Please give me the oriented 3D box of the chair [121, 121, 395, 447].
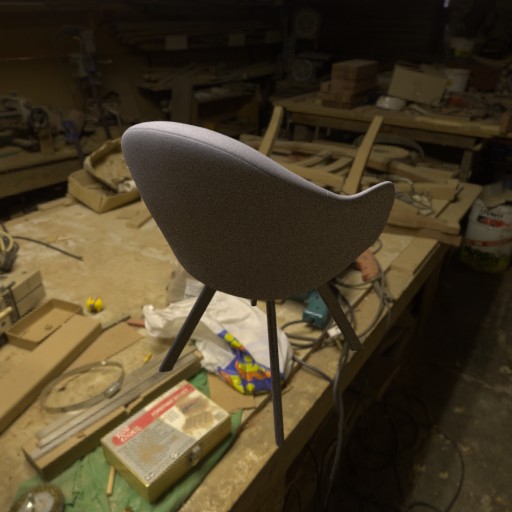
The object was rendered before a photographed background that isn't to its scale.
[{"bbox_3d":[0.000,0.000,1.192,0.540,0.780,0.570,20,35,32],"label":"chair"}]
